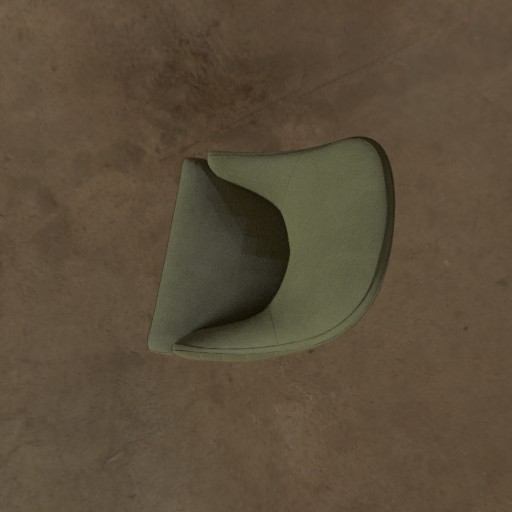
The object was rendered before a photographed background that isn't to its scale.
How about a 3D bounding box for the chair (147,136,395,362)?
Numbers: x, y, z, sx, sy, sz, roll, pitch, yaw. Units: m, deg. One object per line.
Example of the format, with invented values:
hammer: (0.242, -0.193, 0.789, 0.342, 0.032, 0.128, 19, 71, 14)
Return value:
chair: (0.000, 0.000, 1.318, 0.575, 0.889, 0.643, 8, 76, 2)
